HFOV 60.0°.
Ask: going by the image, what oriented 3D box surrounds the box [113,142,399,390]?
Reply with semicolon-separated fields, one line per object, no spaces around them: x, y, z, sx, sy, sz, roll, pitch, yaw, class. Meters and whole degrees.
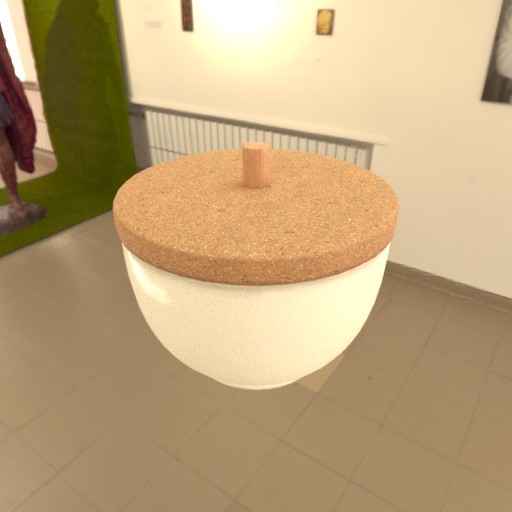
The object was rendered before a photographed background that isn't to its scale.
0.000;0.000;0.186;0.107;0.094;0.107;0;30;0;box
